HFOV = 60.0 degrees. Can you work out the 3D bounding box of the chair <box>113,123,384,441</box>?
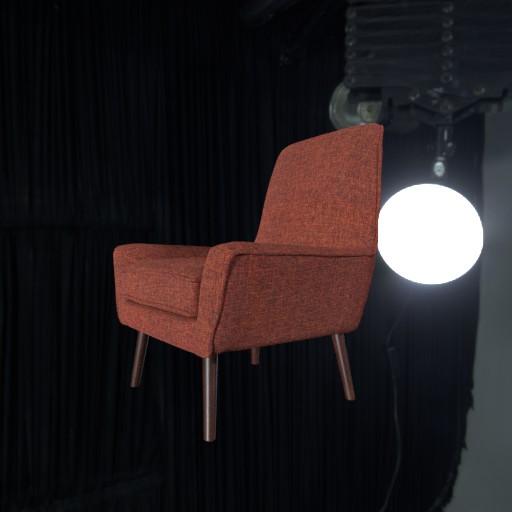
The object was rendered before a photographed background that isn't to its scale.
[{"bbox_3d":[0.000,0.000,1.519,0.784,0.911,0.803,-1,1,-35],"label":"chair"}]
